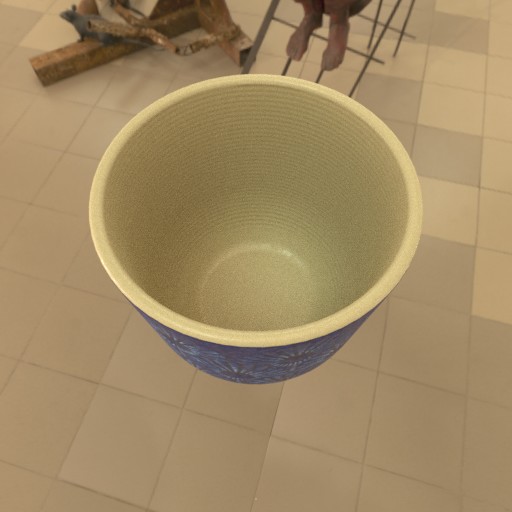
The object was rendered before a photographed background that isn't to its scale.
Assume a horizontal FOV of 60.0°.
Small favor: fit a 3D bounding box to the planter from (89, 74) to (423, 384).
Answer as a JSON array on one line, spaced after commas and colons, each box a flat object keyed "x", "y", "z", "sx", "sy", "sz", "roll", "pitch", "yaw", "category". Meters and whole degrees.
[{"x": 0.000, "y": 0.000, "z": 0.293, "sx": 0.170, "sy": 0.153, "sz": 0.170, "roll": 0, "pitch": 61, "yaw": 0, "category": "planter"}]
